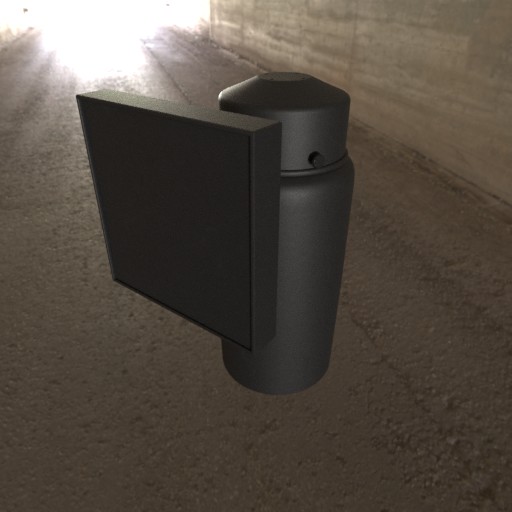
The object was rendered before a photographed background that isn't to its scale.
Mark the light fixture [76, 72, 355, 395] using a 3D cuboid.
[{"bbox_3d":[0.000,0.000,0.349,0.130,0.257,0.176,21,37,31],"label":"light fixture"}]
